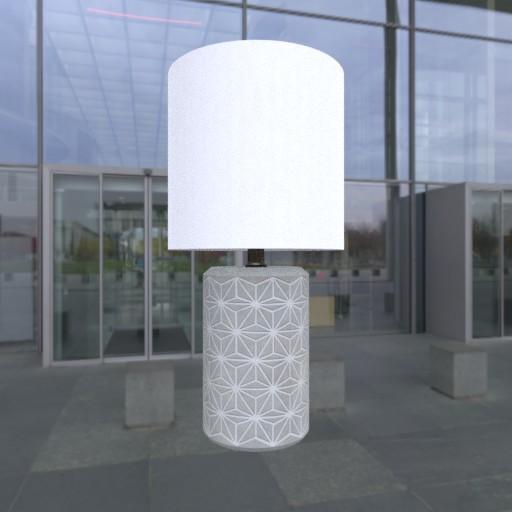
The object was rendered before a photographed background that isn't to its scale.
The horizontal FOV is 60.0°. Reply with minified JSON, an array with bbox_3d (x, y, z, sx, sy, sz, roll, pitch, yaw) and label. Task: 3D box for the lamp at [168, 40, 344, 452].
[{"bbox_3d":[0.000,0.000,0.529,0.206,0.416,0.206,0,0,1],"label":"lamp"}]
